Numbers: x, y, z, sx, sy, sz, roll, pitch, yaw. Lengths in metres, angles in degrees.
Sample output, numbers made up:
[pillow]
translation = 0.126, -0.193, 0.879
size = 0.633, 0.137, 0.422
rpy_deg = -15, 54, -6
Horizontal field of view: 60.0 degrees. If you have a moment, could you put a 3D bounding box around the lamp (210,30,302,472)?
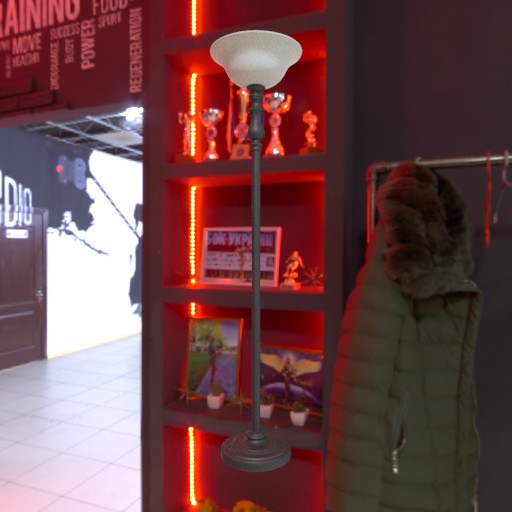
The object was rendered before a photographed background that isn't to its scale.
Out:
[lamp]
translation = 0.000, 0.000, 1.973
size = 0.405, 1.797, 0.405
rpy_deg = -1, 1, -36
